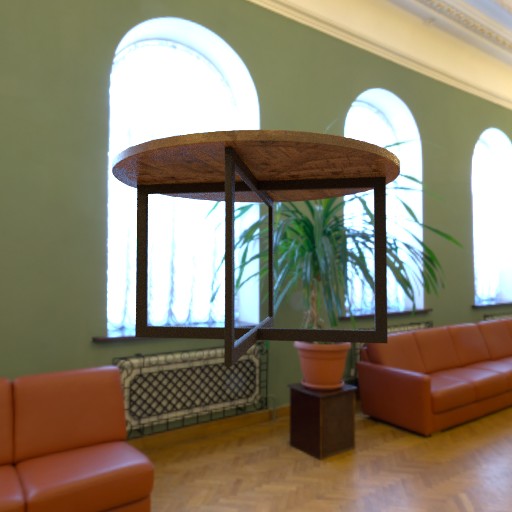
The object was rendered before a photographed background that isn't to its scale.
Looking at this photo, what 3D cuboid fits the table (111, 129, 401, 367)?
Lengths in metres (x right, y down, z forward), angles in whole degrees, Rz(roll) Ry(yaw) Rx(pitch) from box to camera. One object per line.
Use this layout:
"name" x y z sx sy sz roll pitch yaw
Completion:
"table" 0.000 0.000 2.026 1.264 0.762 1.264 0 -2 0
